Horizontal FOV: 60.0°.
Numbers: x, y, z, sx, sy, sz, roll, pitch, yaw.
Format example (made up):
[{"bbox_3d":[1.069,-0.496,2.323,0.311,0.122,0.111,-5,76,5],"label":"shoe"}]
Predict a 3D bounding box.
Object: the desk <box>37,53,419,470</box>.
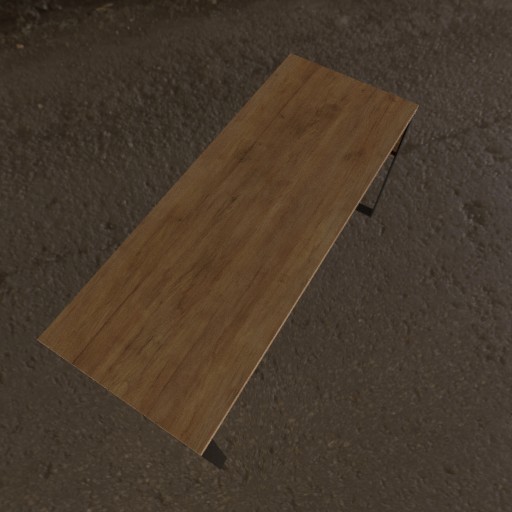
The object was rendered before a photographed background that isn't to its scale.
[{"bbox_3d":[0.000,0.000,1.889,0.600,0.760,1.520,29,65,15],"label":"desk"}]
